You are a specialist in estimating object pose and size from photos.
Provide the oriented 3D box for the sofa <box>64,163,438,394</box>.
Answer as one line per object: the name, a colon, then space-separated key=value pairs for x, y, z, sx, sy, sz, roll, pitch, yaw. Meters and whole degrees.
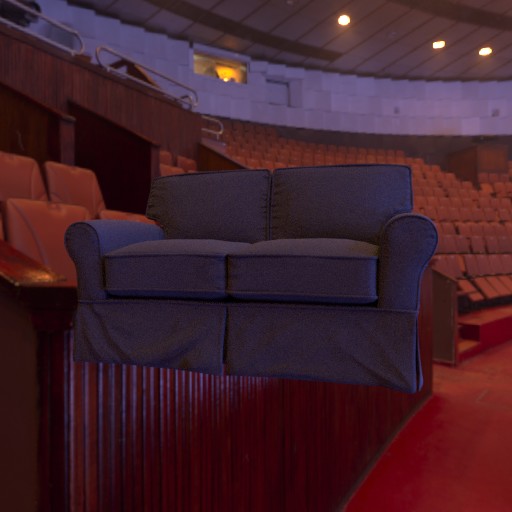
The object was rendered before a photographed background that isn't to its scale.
sofa: x=0.000 y=0.000 z=2.421 sx=1.801 sy=1.059 sz=0.997 roll=0 pitch=1 yaw=17
